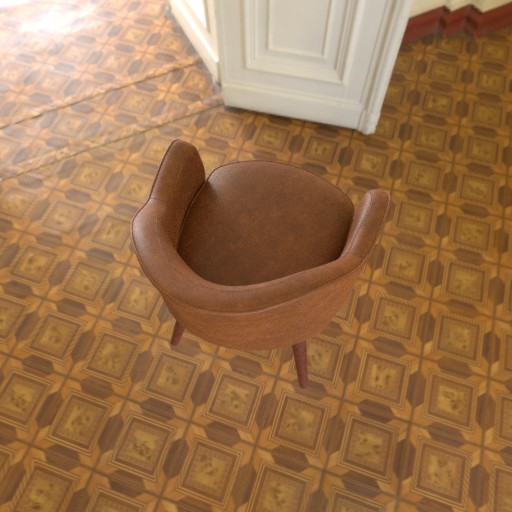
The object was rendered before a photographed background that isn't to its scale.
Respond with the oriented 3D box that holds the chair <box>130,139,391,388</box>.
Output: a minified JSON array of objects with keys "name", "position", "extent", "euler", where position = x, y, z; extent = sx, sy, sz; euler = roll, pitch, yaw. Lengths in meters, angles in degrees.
[{"name":"chair","position":[0.000,0.000,1.206],"extent":[0.591,0.777,0.640],"euler":[16,63,8]}]
